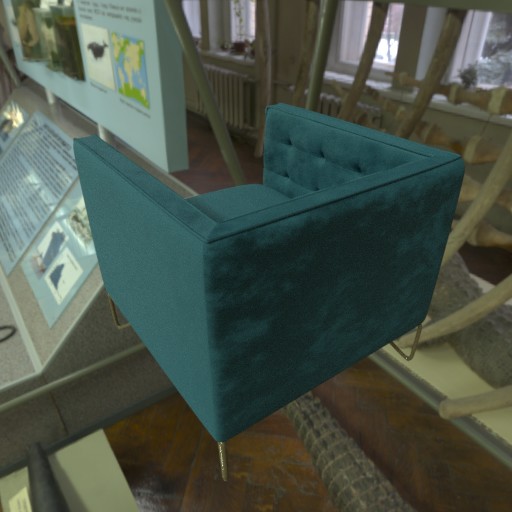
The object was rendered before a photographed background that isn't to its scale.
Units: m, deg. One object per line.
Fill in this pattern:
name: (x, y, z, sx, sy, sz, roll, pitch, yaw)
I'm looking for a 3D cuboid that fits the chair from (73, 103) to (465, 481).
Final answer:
chair: (0.000, 0.000, 1.540, 0.880, 0.790, 0.894, -20, 37, -30)
